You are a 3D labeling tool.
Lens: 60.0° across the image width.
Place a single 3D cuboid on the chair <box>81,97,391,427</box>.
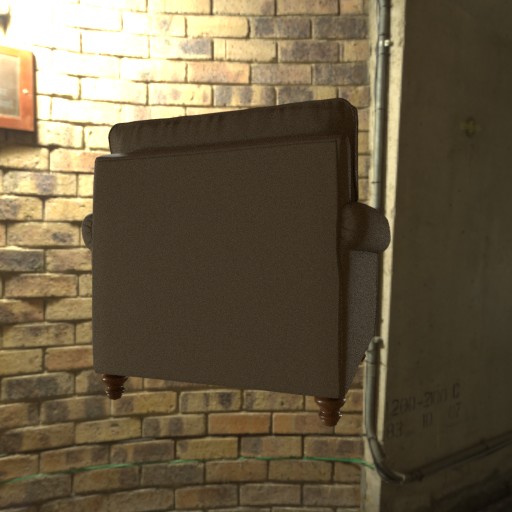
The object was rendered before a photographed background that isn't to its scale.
[{"bbox_3d":[0.000,0.000,1.760,1.029,0.967,0.966,0,0,19],"label":"chair"}]
